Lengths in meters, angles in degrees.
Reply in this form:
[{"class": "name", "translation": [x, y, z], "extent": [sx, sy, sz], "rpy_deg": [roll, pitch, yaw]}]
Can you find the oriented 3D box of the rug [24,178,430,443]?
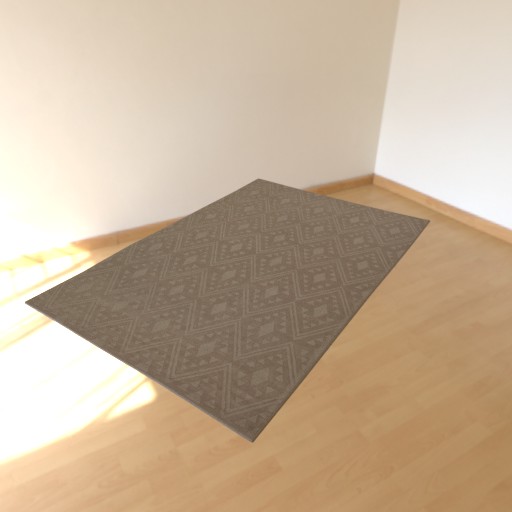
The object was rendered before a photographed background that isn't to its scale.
[{"class": "rug", "translation": [0.000, 0.000, 2.301], "extent": [1.252, 0.034, 1.829], "rpy_deg": [20, 36, 30]}]
